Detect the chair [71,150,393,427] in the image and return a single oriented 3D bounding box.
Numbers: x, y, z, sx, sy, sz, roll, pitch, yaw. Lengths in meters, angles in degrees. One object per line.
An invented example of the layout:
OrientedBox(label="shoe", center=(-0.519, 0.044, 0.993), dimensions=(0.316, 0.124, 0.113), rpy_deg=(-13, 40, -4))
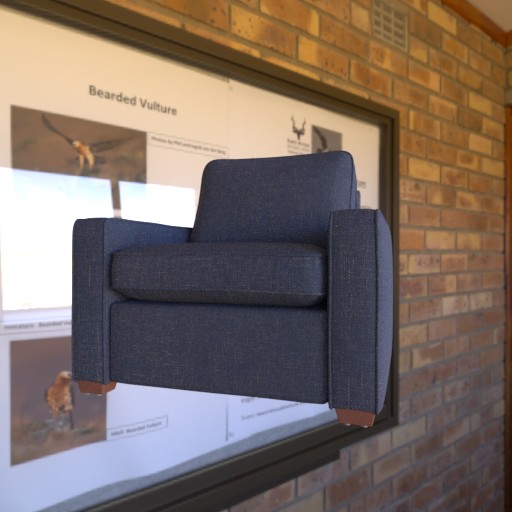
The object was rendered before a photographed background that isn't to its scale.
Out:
OrientedBox(label="chair", center=(0.000, 0.000, 1.738), dimensions=(1.017, 0.919, 0.940), rpy_deg=(0, 0, 18))
